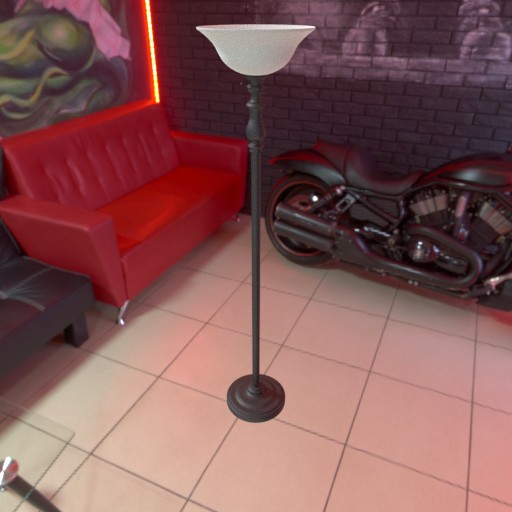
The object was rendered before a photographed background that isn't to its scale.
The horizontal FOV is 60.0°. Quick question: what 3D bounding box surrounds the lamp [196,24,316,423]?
[{"bbox_3d":[0.000,0.000,1.954,0.405,1.797,0.405,-18,34,-28],"label":"lamp"}]
